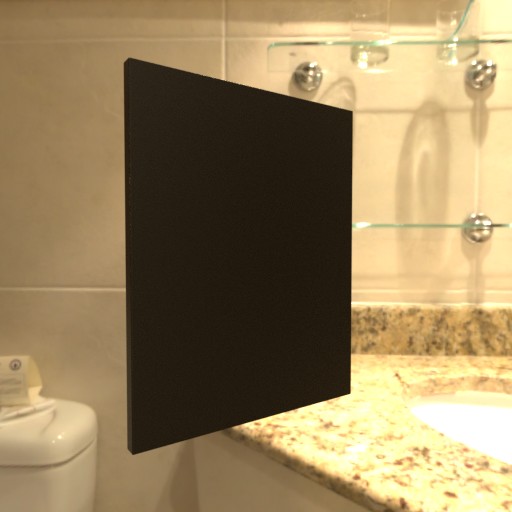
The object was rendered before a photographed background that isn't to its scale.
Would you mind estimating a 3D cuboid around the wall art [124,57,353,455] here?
[{"bbox_3d":[0.000,0.000,1.619,0.950,1.194,0.053,-1,2,-35],"label":"wall art"}]
